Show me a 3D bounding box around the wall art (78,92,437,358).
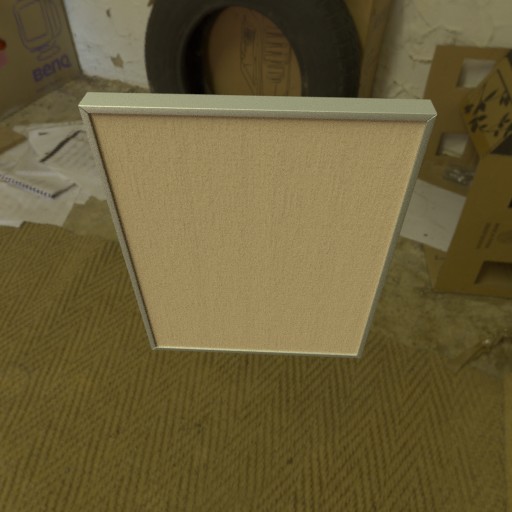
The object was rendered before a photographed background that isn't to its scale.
[{"bbox_3d":[0.000,0.000,0.758,0.445,0.553,0.039,2,45,2],"label":"wall art"}]
